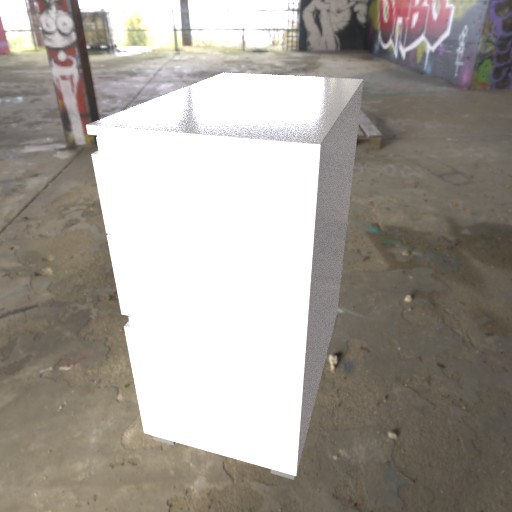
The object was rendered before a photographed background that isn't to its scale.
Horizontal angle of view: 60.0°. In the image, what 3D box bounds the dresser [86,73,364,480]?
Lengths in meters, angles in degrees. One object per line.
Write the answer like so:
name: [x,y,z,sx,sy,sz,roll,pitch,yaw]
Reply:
dresser: [0.000,0.000,1.165,0.400,0.800,0.650,9,31,15]
